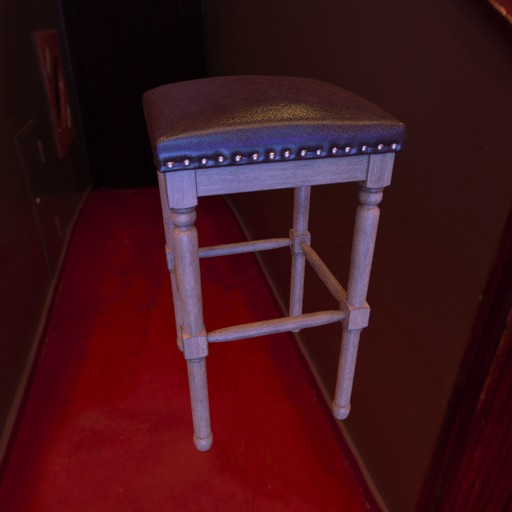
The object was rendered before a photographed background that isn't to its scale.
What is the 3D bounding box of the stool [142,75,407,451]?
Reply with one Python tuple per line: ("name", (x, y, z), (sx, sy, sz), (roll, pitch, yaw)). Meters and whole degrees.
("stool", (0.000, 0.000, 0.934), (0.382, 0.702, 0.383), (-8, 31, -13))
